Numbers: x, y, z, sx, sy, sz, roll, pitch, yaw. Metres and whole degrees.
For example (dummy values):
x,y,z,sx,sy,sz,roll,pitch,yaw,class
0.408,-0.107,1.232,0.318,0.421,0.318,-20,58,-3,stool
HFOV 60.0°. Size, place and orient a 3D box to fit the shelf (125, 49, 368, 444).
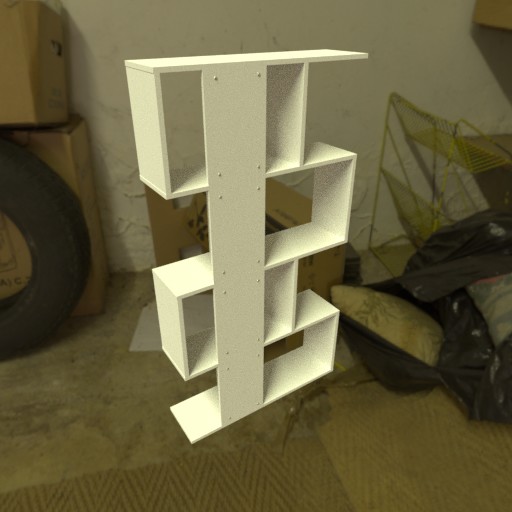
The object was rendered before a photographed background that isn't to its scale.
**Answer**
x,y,z,sx,sy,sz,roll,pitch,yaw,class
0.000,0.000,2.005,0.890,1.650,0.250,-18,33,-29,shelf
